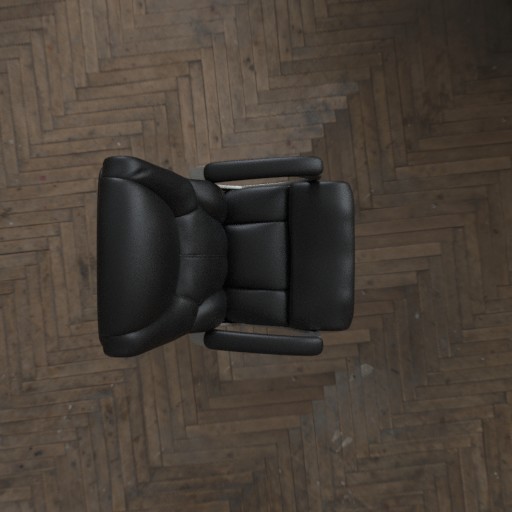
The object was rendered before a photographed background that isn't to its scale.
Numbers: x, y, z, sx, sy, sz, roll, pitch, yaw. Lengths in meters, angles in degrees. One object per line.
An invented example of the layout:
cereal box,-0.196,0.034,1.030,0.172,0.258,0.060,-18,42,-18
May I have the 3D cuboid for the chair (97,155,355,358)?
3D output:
chair,0.000,0.000,1.565,0.739,1.155,0.663,0,90,0
